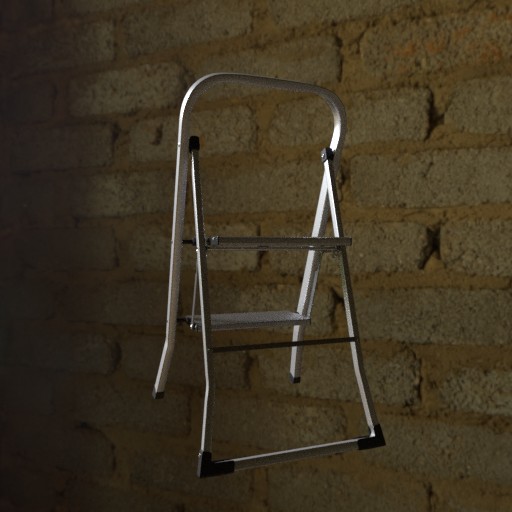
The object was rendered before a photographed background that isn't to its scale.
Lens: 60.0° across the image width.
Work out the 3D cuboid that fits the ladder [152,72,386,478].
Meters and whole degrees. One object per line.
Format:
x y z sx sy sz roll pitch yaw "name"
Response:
0.000 0.000 1.136 0.465 0.830 0.530 0 1 -20 "ladder"
